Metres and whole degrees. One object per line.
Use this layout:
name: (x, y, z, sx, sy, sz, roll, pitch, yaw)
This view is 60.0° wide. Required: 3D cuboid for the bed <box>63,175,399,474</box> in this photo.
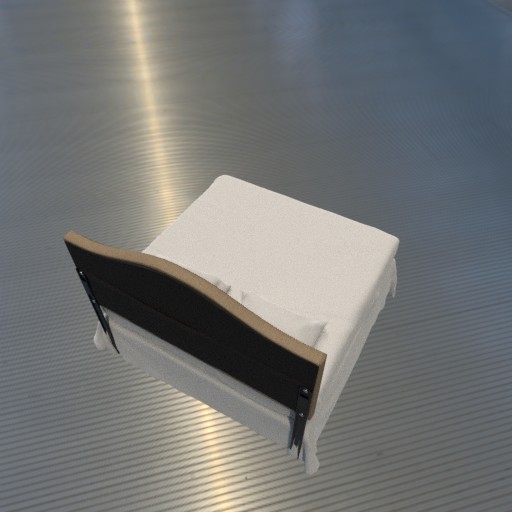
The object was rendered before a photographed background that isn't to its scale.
bed: (0.000, 0.000, 3.809, 2.311, 1.651, 2.222, 23, 52, 20)
